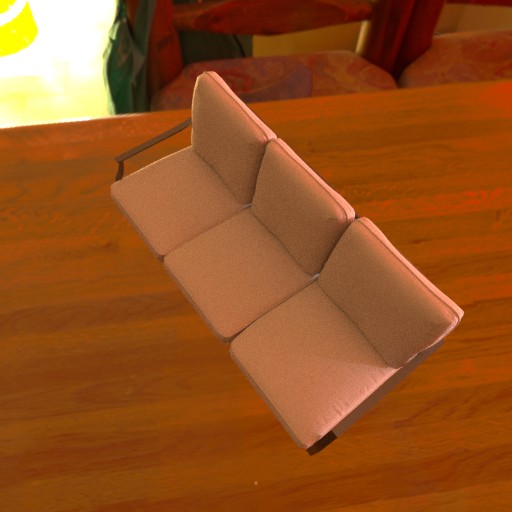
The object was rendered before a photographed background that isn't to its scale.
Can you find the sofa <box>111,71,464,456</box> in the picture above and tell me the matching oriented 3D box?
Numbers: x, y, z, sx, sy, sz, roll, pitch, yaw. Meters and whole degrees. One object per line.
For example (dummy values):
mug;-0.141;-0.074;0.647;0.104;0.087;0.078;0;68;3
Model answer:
sofa;0.000;0.000;2.213;0.787;0.860;1.740;-35;68;-16
